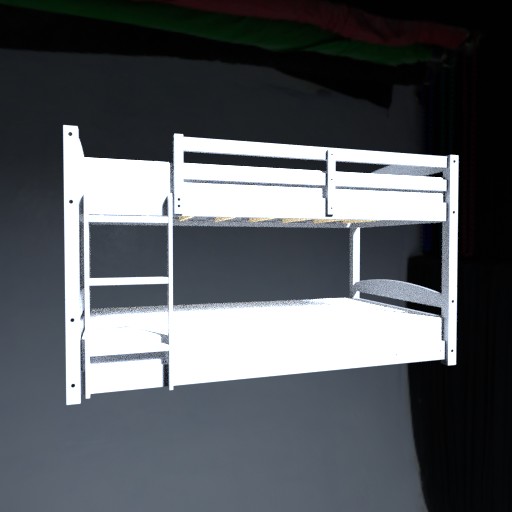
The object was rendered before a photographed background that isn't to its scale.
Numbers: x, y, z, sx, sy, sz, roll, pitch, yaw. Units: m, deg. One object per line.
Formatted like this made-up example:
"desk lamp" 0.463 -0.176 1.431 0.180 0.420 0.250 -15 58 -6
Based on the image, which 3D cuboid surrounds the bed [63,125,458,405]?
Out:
"bed" 0.000 0.000 2.644 2.013 1.206 1.105 0 2 -18
